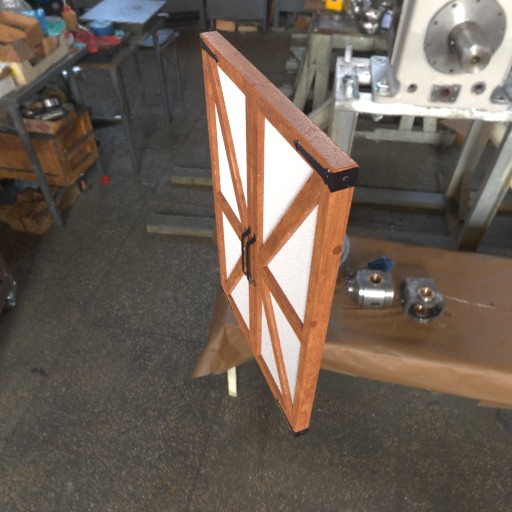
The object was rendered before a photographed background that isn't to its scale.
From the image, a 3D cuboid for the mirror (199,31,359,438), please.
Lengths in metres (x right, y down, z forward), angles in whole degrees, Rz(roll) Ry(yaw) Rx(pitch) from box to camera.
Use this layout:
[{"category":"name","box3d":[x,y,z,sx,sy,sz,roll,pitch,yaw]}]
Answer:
[{"category":"mirror","box3d":[0.000,0.000,0.965,0.053,0.761,0.517,-17,47,-16]}]
